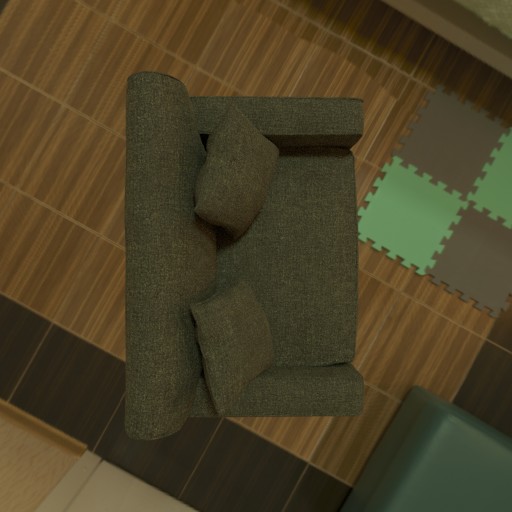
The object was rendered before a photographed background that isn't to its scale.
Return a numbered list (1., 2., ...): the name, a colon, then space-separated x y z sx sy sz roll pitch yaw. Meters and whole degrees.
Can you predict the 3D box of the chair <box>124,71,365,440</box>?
1. chair: 0.000 0.000 2.059 1.000 0.948 1.383 0 90 -1
